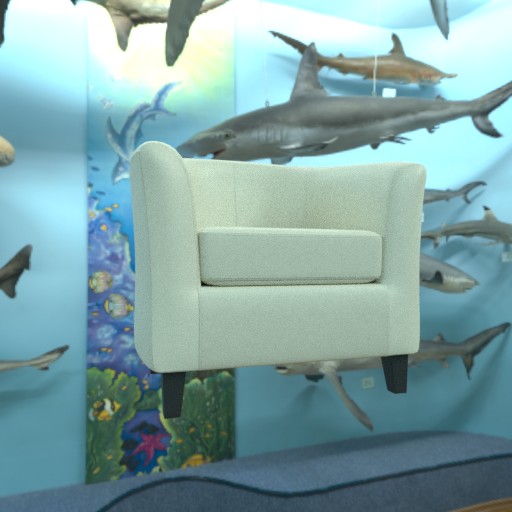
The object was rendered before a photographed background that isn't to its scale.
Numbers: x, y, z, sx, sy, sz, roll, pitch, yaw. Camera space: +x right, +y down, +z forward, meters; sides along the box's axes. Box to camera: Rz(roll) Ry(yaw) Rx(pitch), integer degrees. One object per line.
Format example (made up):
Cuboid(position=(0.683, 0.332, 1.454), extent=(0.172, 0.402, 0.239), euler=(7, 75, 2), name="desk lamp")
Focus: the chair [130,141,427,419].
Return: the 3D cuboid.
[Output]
Cuboid(position=(0.000, 0.000, 1.435), extent=(0.792, 0.756, 0.727), euler=(0, -1, -18), name="chair")
